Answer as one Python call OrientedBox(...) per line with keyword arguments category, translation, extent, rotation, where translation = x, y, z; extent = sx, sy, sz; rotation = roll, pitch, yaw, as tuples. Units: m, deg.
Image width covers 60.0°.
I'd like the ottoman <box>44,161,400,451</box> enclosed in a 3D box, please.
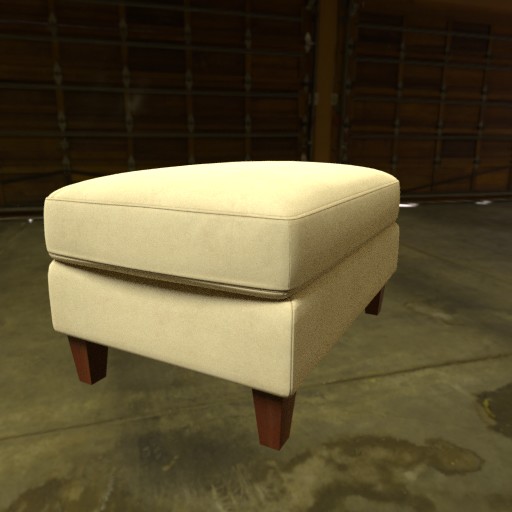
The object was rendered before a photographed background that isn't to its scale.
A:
OrientedBox(category="ottoman", translation=(0.000, 0.000, 1.173), extent=(0.584, 0.483, 0.864), rotation=(7, 16, 27))
